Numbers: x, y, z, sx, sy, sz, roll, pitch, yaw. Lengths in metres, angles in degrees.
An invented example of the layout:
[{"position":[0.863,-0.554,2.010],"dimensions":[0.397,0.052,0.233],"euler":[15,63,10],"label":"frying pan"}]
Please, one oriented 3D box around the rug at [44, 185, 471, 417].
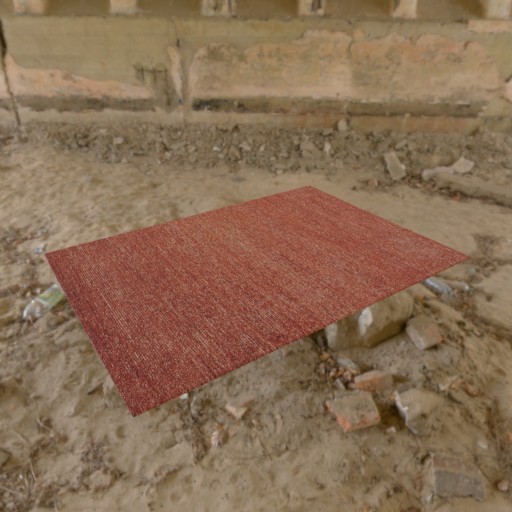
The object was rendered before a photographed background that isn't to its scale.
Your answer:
[{"position":[0.000,0.000,5.029],"dimensions":[3.965,0.025,2.803],"euler":[-19,34,-29],"label":"rug"}]
